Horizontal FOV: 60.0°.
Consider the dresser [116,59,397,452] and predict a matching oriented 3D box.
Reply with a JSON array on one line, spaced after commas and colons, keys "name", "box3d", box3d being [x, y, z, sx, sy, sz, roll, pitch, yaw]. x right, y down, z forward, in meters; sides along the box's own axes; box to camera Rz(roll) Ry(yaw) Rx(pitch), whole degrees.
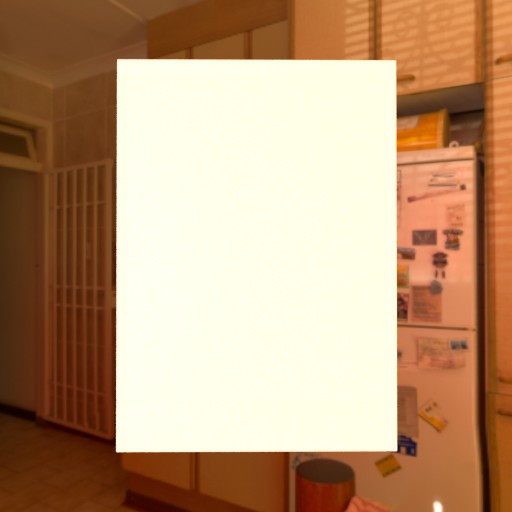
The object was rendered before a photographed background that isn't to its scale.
[{"name": "dresser", "box3d": [0.000, 0.000, 0.813, 0.400, 0.560, 0.360, 0, 0, 0]}]
